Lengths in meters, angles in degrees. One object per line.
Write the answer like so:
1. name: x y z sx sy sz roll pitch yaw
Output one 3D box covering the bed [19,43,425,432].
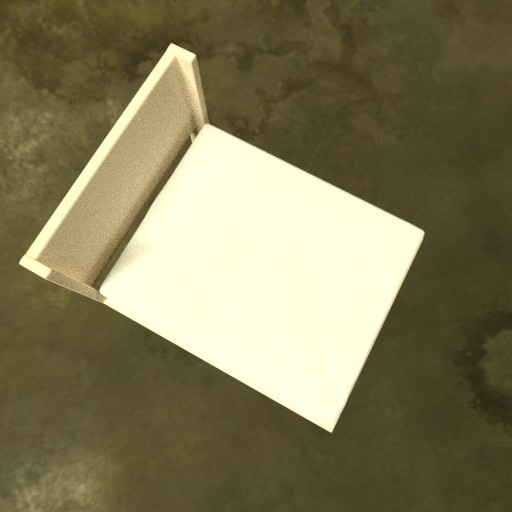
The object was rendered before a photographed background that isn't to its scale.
1. bed: 0.000 0.000 3.409 2.280 1.471 1.765 28 78 7
